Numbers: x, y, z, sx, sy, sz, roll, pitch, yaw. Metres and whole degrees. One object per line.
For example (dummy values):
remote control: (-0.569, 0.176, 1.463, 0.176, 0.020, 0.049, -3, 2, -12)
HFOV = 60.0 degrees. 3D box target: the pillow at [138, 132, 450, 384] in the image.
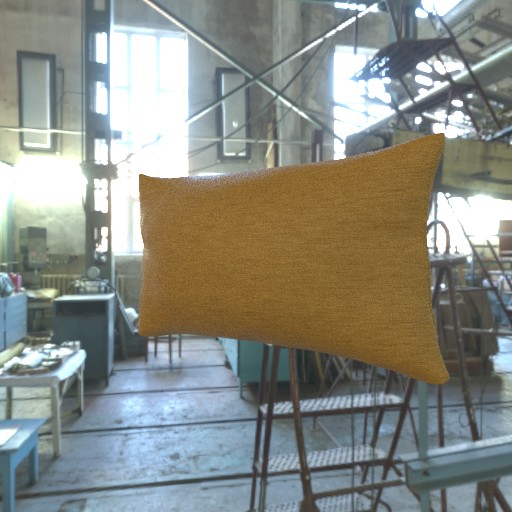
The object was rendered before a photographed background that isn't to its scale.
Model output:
pillow: (0.000, 0.000, 0.782, 0.634, 0.354, 0.210, 0, 1, 35)
